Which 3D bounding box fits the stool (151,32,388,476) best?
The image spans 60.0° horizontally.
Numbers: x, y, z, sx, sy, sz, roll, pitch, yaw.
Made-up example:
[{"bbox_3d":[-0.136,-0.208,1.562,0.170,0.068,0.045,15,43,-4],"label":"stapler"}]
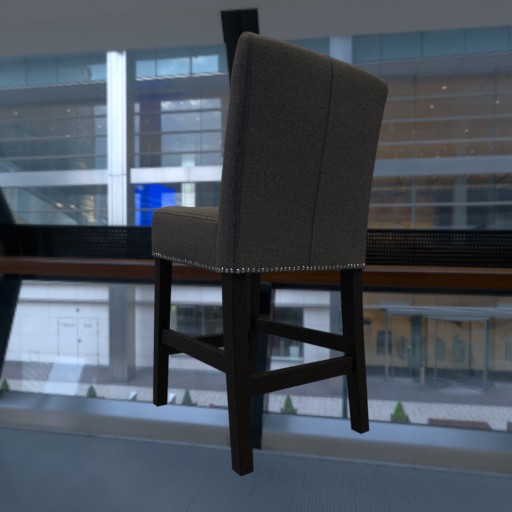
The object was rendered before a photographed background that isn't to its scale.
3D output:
[{"bbox_3d":[0.000,0.000,1.180,0.427,0.885,0.571,-1,1,-36],"label":"stool"}]
